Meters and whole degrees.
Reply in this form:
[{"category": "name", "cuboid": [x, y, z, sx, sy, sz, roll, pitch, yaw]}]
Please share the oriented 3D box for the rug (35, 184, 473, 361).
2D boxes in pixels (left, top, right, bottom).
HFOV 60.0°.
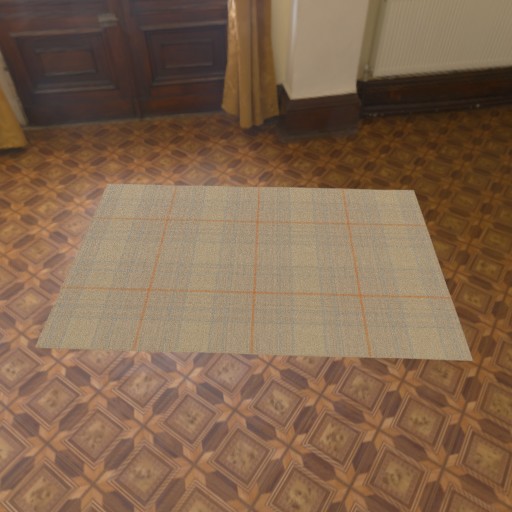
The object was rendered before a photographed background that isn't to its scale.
[{"category": "rug", "cuboid": [0.000, 0.000, 2.999, 2.442, 0.016, 1.527, 1, 46, 1]}]
